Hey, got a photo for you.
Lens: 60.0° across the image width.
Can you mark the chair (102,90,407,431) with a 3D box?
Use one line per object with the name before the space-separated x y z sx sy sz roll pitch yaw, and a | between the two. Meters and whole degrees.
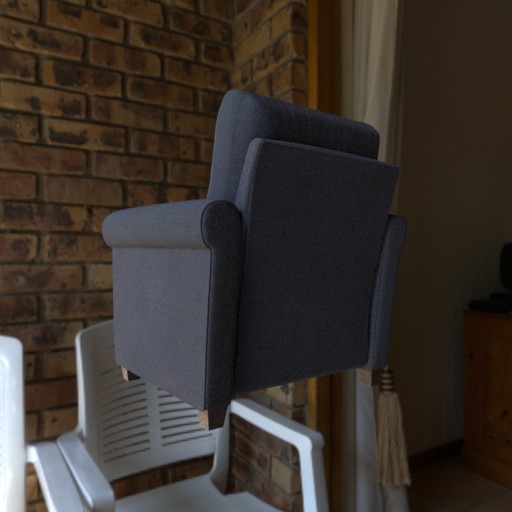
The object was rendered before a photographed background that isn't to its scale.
chair | 0.000 0.000 1.629 0.867 0.942 0.828 0 0 -37
